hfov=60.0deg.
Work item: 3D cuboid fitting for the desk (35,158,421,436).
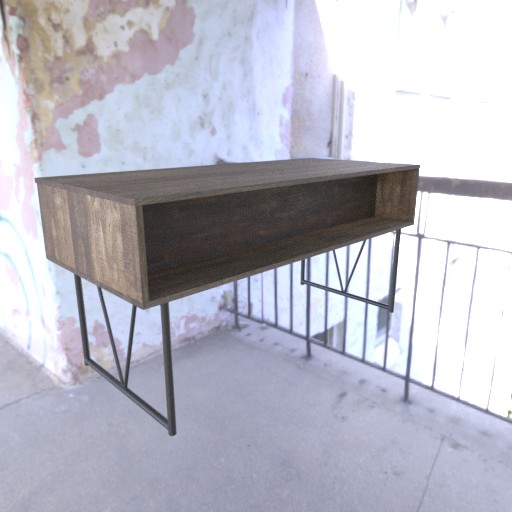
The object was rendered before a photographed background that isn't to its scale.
[{"bbox_3d":[0.000,0.000,2.037,1.600,0.780,0.730,-15,22,-43],"label":"desk"}]
